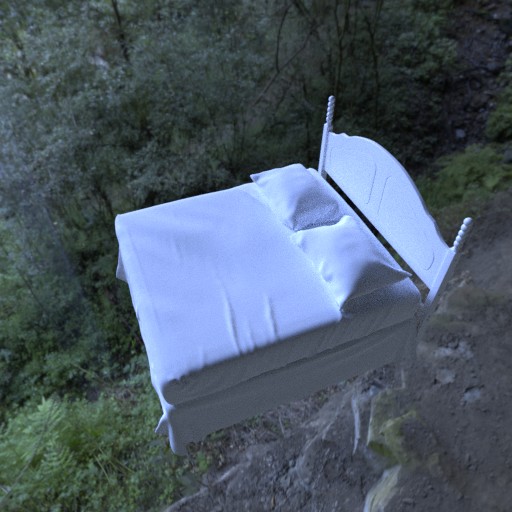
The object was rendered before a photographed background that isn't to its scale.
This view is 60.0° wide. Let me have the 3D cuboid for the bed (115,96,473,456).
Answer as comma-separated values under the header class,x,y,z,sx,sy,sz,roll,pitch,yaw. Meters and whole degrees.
class,x,y,z,sx,sy,sz,roll,pitch,yaw
bed,0.000,0.000,3.245,2.040,1.356,1.873,-16,48,-15
